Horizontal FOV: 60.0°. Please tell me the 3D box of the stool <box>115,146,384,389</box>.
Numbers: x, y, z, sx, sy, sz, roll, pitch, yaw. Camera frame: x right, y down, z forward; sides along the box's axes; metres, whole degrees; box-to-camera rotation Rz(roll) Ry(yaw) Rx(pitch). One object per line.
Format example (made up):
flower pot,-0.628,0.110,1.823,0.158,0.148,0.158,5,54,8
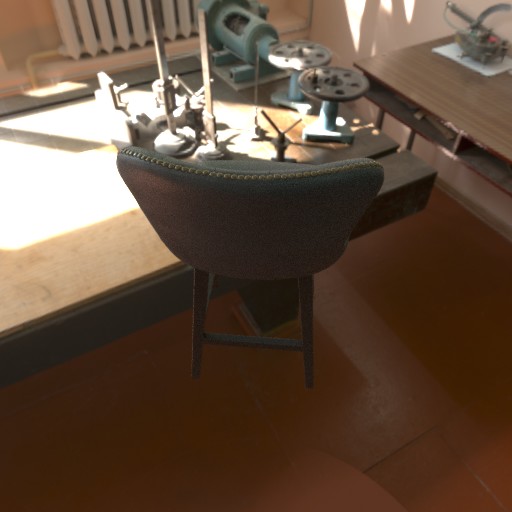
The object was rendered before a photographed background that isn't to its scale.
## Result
stool,0.000,0.000,1.296,0.528,0.971,0.593,4,46,4
